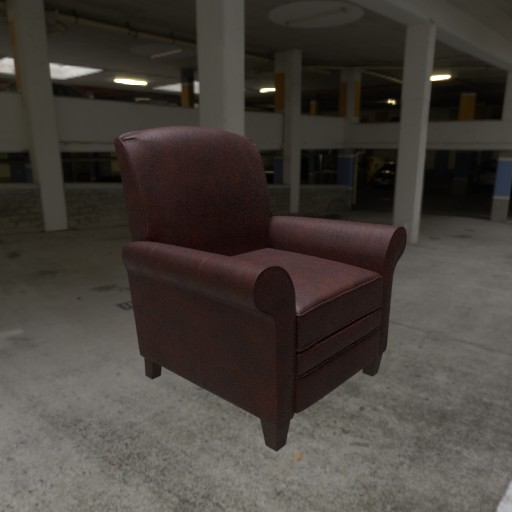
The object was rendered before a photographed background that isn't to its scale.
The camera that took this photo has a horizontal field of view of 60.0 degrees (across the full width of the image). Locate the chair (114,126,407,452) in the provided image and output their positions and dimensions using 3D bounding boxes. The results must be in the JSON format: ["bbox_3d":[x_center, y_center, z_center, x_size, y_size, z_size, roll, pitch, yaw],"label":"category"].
[{"bbox_3d":[0.000,0.000,1.850,0.902,1.061,0.978,12,19,41],"label":"chair"}]
